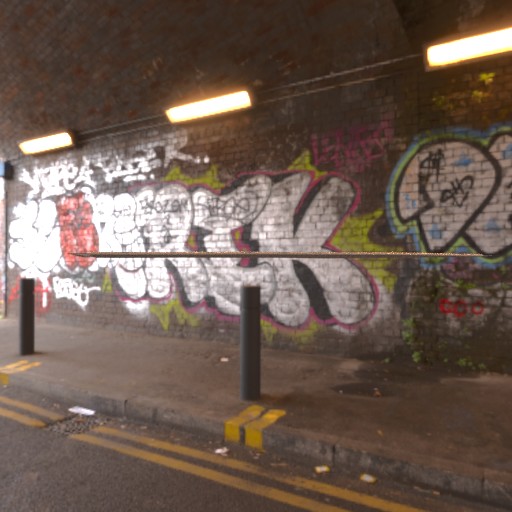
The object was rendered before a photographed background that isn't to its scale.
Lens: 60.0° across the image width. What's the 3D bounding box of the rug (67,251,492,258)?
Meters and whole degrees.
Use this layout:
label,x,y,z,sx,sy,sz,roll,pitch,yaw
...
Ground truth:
label,x,y,z,sx,sy,sz,roll,pitch,yaw
rug,0.000,0.000,4.803,3.585,0.036,2.892,0,-1,-19
